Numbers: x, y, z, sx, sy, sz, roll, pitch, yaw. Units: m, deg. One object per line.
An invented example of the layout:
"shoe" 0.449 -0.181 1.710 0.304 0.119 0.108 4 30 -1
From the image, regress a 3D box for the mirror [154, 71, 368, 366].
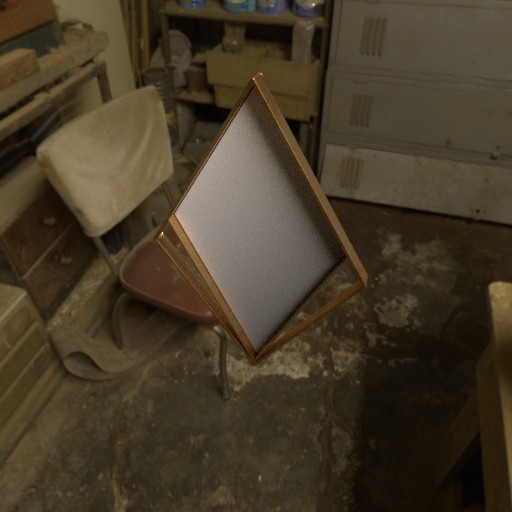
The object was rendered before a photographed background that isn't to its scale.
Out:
"mirror" 0.000 0.000 0.843 0.419 0.679 0.032 13 43 14
